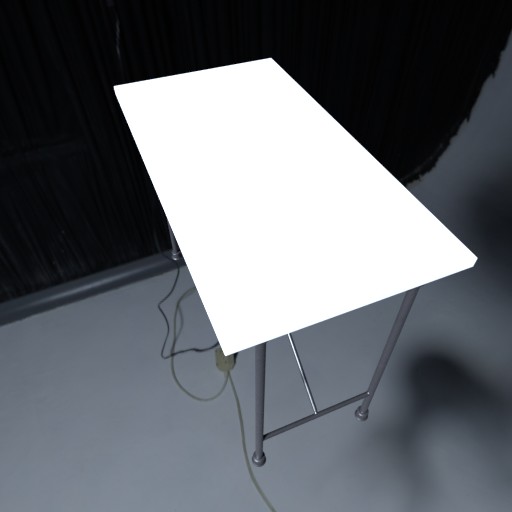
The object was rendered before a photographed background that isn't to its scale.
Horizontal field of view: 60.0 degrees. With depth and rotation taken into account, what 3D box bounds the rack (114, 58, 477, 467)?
[{"bbox_3d":[0.000,0.000,1.615,0.613,0.880,1.159,-17,49,-15],"label":"rack"}]
